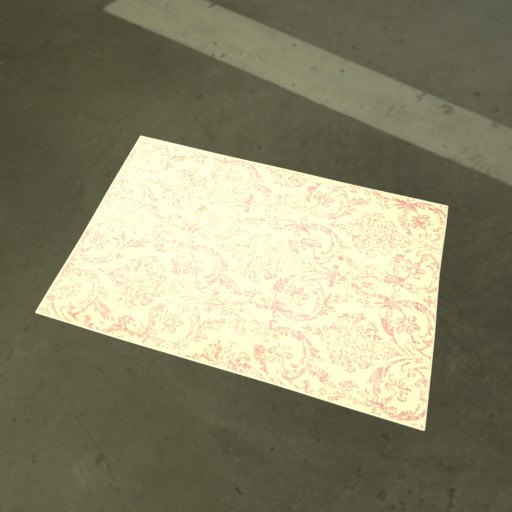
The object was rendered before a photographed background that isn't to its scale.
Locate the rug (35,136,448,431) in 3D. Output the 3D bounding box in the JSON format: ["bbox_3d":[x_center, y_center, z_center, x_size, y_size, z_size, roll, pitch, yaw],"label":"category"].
[{"bbox_3d":[0.000,0.000,3.397,2.746,0.018,1.819,15,61,8],"label":"rug"}]
